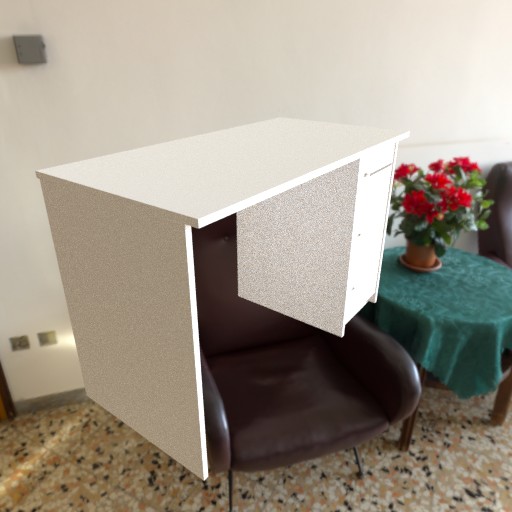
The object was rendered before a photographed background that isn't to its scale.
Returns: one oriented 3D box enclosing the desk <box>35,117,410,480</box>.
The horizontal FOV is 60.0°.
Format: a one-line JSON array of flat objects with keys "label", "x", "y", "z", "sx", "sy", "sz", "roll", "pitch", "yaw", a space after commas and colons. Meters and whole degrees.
[{"label": "desk", "x": 0.000, "y": 0.000, "z": 1.513, "sx": 0.560, "sy": 0.735, "sz": 1.097, "roll": 18, "pitch": 31, "yaw": 33}]
